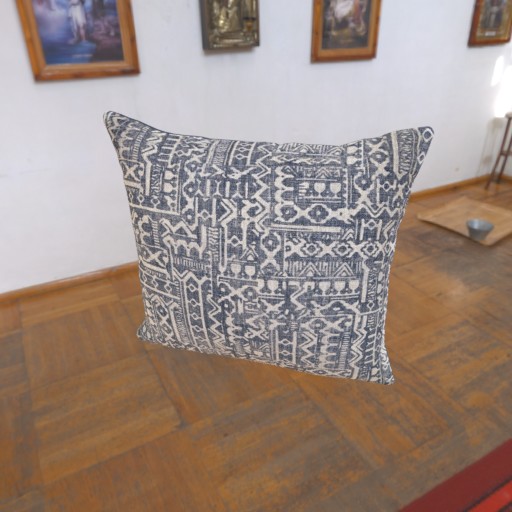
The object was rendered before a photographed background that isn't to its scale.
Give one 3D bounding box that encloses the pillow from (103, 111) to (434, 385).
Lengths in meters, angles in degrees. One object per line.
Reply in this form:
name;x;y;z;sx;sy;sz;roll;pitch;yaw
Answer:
pillow;0.000;0.000;0.803;0.546;0.487;0.180;8;28;14
